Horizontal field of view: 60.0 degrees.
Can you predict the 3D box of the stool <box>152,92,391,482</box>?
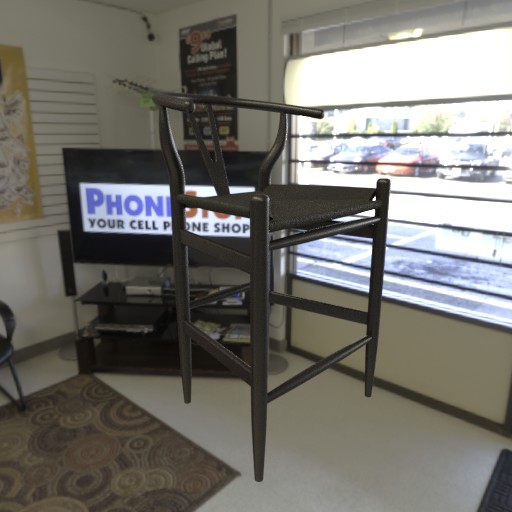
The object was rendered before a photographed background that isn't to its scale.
[{"bbox_3d":[0.000,0.000,1.361,0.579,0.970,0.569,14,21,43],"label":"stool"}]
